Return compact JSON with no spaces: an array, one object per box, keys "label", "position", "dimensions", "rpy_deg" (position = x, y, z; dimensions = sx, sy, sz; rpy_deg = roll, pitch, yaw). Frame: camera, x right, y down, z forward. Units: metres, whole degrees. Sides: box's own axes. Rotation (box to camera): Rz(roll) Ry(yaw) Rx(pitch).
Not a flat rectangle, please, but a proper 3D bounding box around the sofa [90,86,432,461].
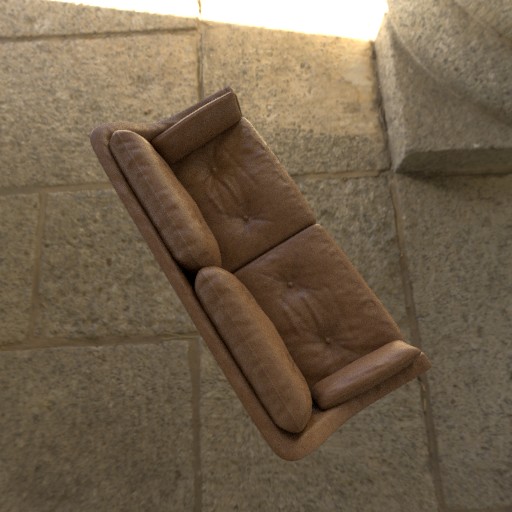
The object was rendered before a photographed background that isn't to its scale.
[{"label":"sofa","position":[0.000,0.000,2.393],"dimensions":[0.904,0.839,1.902],"rpy_deg":[-31,76,-9]}]
